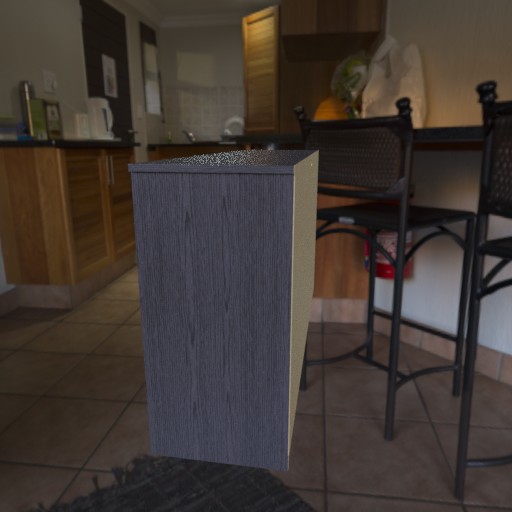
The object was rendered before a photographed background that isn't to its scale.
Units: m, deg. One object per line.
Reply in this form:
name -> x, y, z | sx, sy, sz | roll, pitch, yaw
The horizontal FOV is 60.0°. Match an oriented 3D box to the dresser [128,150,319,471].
dresser -> 0.000, 0.000, 1.688 | 0.401, 0.755, 1.360 | 3, 15, 9
